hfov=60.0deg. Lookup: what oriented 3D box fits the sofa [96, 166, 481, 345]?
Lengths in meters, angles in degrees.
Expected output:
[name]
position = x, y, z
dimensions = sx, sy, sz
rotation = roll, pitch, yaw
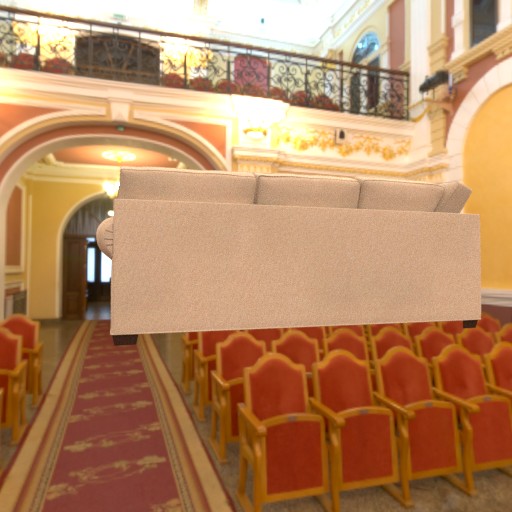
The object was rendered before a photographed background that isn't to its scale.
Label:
[sofa]
position = 0.000, 0.000, 3.928
dimensions = 2.569, 1.054, 2.487
rotation = 0, -2, -17
